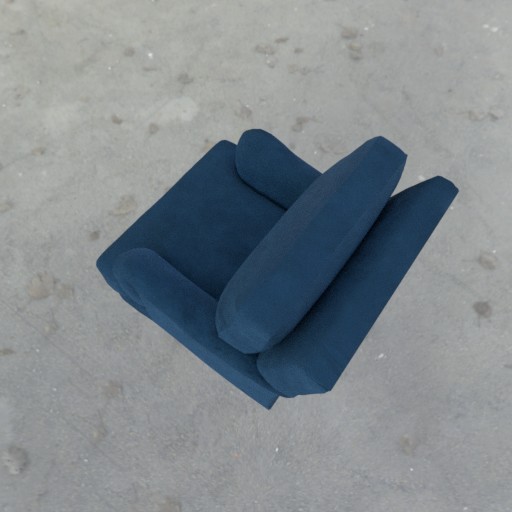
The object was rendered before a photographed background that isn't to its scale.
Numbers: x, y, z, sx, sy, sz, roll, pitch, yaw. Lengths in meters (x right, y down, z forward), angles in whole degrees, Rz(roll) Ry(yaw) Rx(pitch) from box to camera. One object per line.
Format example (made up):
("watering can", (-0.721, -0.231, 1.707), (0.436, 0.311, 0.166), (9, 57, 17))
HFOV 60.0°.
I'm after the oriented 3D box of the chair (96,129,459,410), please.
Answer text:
("chair", (0.000, 0.000, 1.847), (1.078, 1.076, 0.895), (33, 66, 17))
